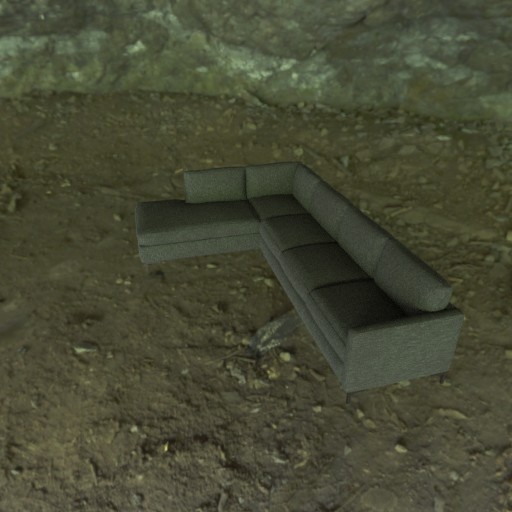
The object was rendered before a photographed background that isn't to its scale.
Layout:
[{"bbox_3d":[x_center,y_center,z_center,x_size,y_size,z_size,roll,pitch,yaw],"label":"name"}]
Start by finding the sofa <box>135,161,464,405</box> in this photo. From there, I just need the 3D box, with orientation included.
[{"bbox_3d":[0.000,0.000,3.924,2.007,0.815,2.949,-8,30,-13],"label":"sofa"}]
